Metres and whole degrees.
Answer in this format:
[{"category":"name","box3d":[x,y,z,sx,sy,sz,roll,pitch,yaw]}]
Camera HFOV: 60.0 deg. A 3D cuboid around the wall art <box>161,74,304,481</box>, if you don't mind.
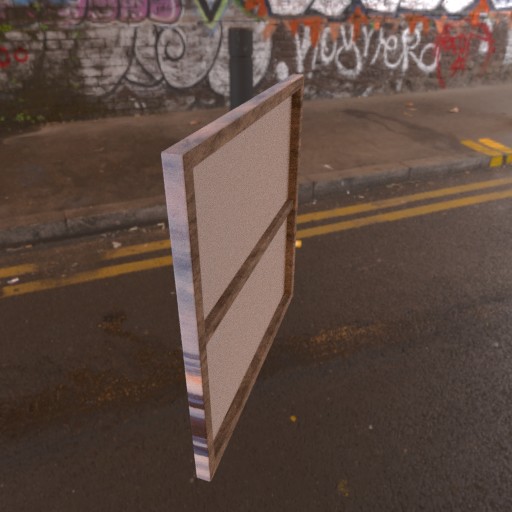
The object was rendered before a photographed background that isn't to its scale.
[{"category":"wall art","box3d":[0.000,0.000,1.107,0.035,0.747,0.747,10,32,16]}]
